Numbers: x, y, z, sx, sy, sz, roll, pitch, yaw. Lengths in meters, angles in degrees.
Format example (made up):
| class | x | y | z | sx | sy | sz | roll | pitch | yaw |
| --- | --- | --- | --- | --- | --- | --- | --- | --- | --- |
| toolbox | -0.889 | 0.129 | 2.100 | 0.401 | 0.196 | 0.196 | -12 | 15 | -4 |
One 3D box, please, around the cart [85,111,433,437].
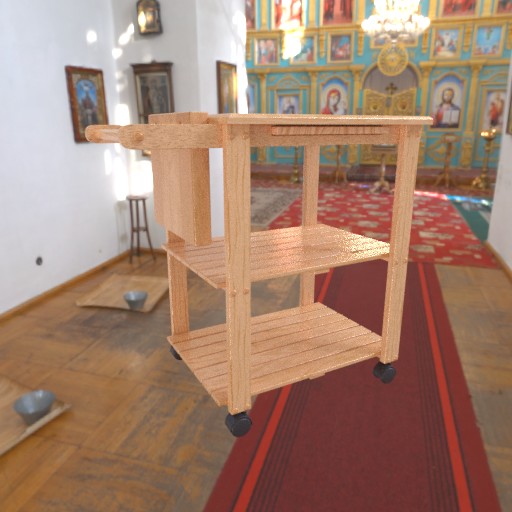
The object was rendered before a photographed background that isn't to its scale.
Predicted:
| class | x | y | z | sx | sy | sz | roll | pitch | yaw |
| --- | --- | --- | --- | --- | --- | --- | --- | --- | --- |
| cart | 0.000 | 0.000 | 1.341 | 0.843 | 0.816 | 0.520 | -9 | 18 | -28 |
